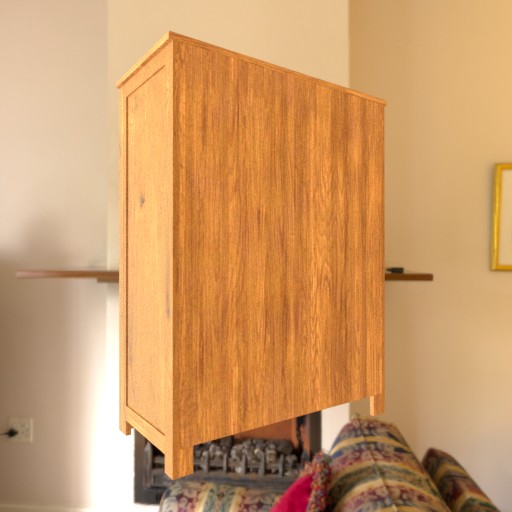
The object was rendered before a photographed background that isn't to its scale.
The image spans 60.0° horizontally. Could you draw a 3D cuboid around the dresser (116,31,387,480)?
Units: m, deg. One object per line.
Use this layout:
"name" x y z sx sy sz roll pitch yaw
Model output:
"dresser" 0.000 0.000 1.943 1.081 1.431 0.558 0 0 -36
